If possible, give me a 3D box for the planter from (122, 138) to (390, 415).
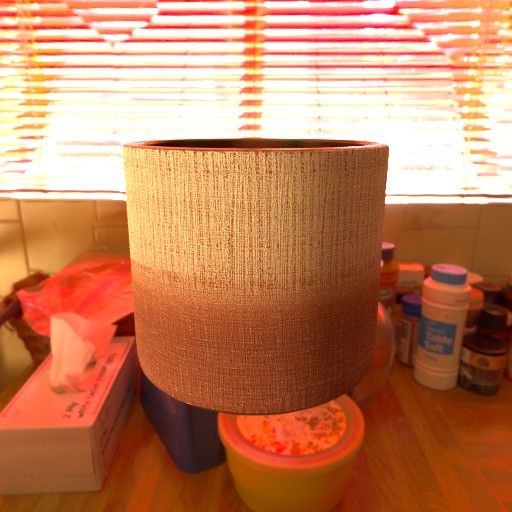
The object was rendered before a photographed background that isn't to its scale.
[{"bbox_3d":[0.000,0.000,0.402,0.221,0.201,0.221,0,17,0],"label":"planter"}]
